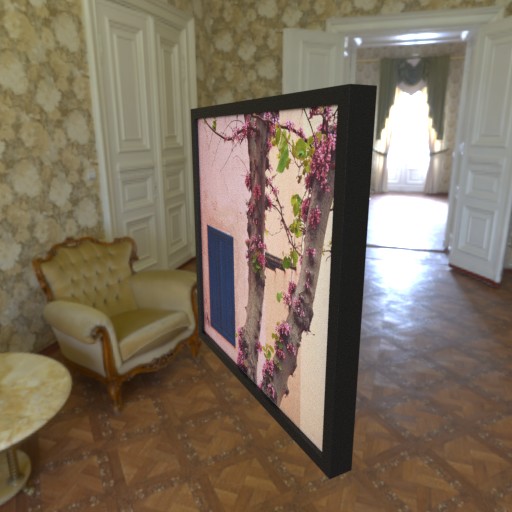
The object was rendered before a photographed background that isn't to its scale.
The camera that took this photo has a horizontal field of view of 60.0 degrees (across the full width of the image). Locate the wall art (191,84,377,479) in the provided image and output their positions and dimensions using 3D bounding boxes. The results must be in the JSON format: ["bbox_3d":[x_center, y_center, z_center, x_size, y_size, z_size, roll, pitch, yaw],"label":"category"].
[{"bbox_3d":[0.000,0.000,0.766,0.038,0.508,0.508,-8,17,-27],"label":"wall art"}]
